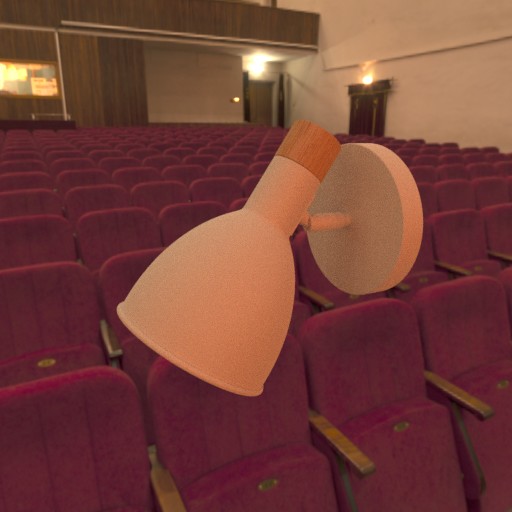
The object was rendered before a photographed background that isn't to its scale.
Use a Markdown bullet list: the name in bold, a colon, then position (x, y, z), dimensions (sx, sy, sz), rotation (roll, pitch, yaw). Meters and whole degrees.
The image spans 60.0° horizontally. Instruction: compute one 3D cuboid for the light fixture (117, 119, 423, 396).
- **light fixture**: position (0.000, 0.000, 0.337), dimensions (0.209, 0.199, 0.127), rotation (-8, 18, -26)
